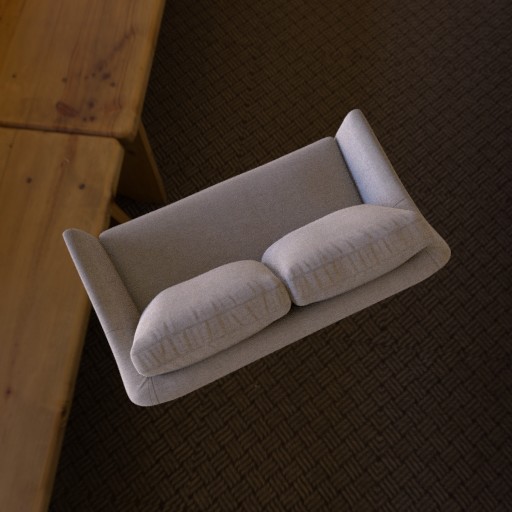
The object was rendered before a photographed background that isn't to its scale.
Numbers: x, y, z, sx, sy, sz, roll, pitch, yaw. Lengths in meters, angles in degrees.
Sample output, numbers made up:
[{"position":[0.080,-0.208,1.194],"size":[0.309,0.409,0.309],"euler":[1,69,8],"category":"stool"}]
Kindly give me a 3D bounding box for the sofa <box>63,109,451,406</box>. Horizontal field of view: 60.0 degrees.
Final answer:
[{"position":[0.000,0.000,2.228],"size":[1.619,0.904,0.960],"euler":[-24,75,-7],"category":"sofa"}]
